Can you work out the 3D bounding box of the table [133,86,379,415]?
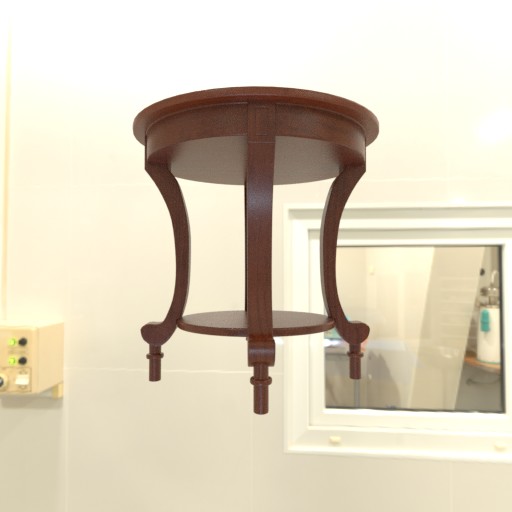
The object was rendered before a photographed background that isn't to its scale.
[{"bbox_3d":[0.000,0.000,1.105,0.597,0.612,0.597,0,-1,0],"label":"table"}]
